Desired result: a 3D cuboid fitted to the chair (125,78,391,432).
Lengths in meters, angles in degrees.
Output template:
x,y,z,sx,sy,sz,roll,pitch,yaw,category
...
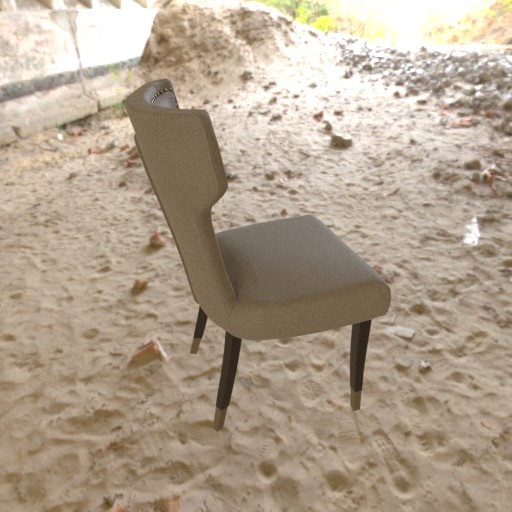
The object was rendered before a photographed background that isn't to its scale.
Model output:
x,y,z,sx,sy,sz,roll,pitch,yaw,category
0.000,0.000,1.323,0.630,0.955,0.526,-10,31,-16,chair
